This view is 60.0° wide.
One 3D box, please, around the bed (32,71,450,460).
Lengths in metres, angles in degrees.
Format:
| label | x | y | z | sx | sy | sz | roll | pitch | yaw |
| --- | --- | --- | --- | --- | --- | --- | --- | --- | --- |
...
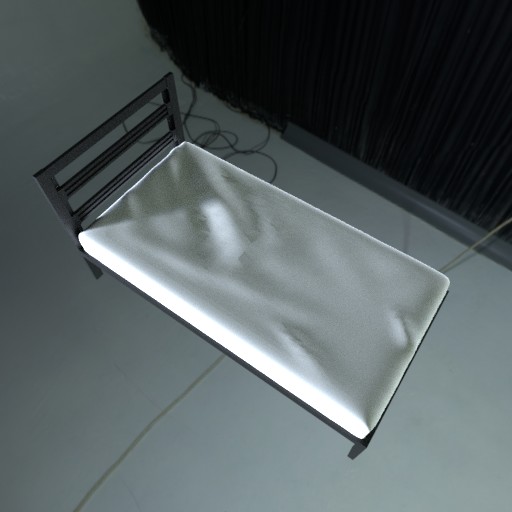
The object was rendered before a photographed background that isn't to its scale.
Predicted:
| label | x | y | z | sx | sy | sz | roll | pitch | yaw |
| --- | --- | --- | --- | --- | --- | --- | --- | --- | --- |
| bed | 0.000 | 0.000 | 2.437 | 1.930 | 0.967 | 0.991 | 30 | 62 | 18 |
